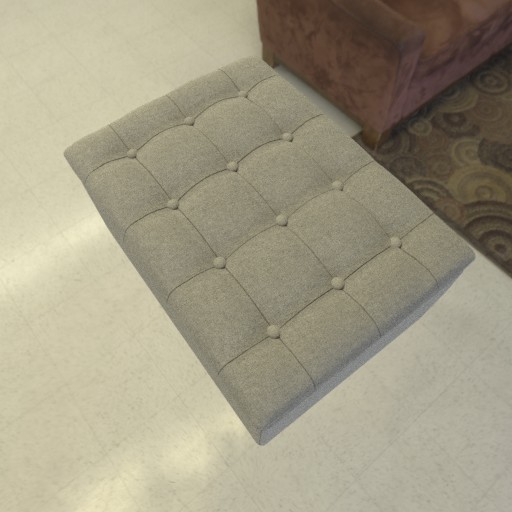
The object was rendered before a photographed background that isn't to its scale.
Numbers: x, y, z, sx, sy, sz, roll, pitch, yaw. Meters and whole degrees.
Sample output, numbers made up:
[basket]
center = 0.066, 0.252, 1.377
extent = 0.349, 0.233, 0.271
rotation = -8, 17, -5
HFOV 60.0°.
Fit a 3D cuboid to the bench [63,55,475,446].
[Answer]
[bench]
center = 0.000, 0.000, 0.885
extent = 0.417, 0.469, 0.572
rotation = -34, 67, -16
